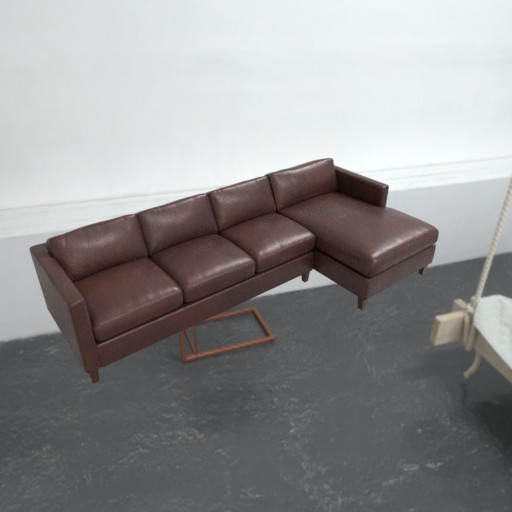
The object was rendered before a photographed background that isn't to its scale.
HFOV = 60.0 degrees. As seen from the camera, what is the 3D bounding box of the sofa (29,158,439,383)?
[{"bbox_3d":[0.000,0.000,3.862,3.203,0.883,1.581,-22,38,-32],"label":"sofa"}]
